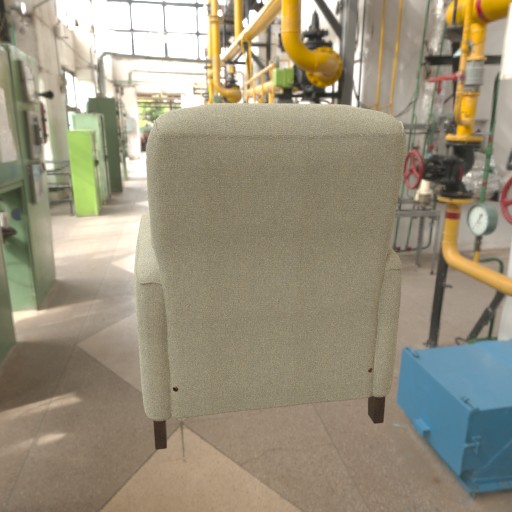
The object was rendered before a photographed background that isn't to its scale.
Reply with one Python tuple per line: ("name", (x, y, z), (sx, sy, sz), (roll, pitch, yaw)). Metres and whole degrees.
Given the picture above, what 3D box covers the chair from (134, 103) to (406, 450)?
("chair", (0.000, 0.000, 1.601), (0.850, 1.006, 0.853), (-3, 16, -10))
